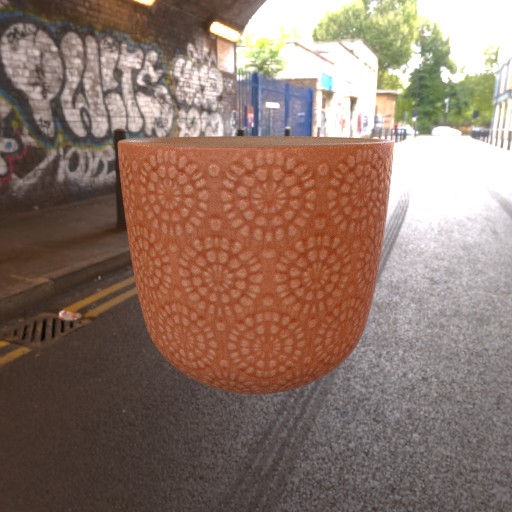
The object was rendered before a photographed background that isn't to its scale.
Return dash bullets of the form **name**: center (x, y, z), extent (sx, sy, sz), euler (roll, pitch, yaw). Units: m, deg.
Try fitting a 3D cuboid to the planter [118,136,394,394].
- **planter**: center (0.000, 0.000, 0.373), extent (0.208, 0.190, 0.208), euler (0, 16, 0)
